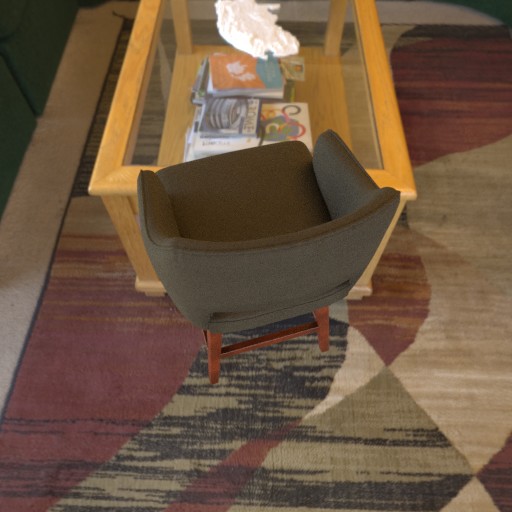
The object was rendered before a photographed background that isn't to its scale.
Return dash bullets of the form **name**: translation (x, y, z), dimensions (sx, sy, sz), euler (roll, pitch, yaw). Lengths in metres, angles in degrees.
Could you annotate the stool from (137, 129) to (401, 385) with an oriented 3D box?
- **stool**: translation (0.000, 0.000, 1.245), dimensions (0.548, 0.912, 0.558), euler (-14, 60, -8)
